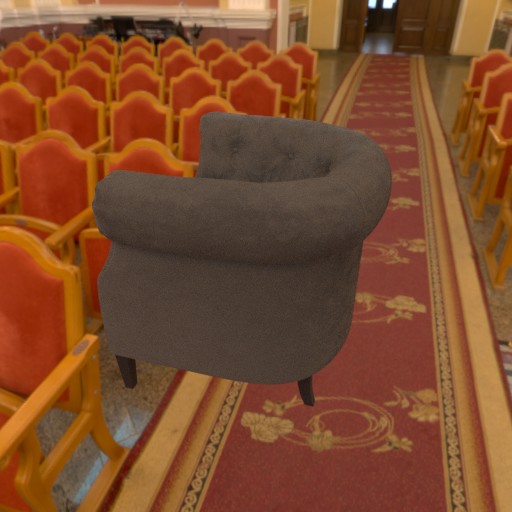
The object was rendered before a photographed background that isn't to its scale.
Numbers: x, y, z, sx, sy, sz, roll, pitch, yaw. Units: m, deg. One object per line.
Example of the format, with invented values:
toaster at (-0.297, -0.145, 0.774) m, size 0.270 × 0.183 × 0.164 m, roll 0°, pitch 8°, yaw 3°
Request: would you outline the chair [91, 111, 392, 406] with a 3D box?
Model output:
chair at (0.000, 0.000, 1.597) m, size 0.851 × 0.826 × 0.904 m, roll 9°, pitch 32°, yaw 14°
